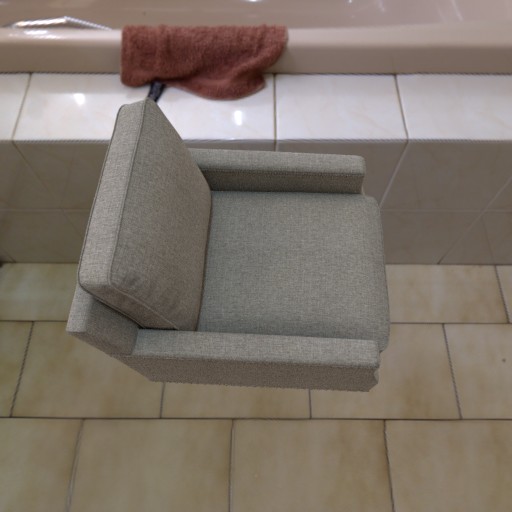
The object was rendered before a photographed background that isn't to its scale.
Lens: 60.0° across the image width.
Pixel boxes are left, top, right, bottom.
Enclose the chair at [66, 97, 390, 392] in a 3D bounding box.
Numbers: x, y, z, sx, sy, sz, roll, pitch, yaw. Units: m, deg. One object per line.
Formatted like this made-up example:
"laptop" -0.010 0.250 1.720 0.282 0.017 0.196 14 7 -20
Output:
"chair" 0.000 0.000 1.683 1.014 0.943 0.853 2 64 1
